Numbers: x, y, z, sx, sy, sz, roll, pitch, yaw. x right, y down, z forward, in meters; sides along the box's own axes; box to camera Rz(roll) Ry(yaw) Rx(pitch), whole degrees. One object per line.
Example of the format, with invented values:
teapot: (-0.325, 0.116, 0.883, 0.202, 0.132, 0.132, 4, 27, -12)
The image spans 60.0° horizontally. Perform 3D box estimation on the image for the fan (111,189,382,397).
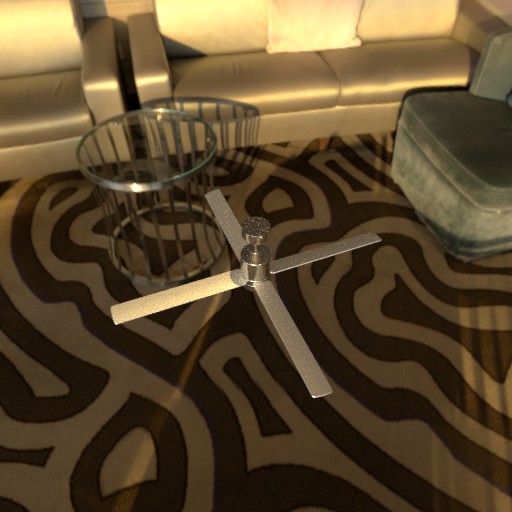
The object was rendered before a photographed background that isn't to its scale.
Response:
fan: (0.000, 0.000, 1.982, 1.322, 0.355, 1.322, -16, 48, -15)
